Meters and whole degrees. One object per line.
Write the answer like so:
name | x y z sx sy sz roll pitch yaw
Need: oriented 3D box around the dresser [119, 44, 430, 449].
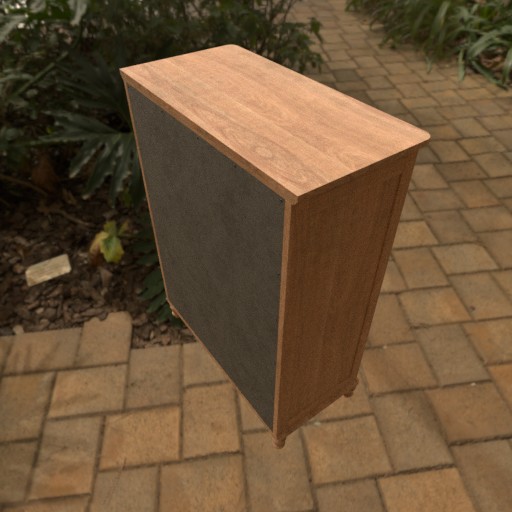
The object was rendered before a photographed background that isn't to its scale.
dresser | 0.000 0.000 1.813 0.484 1.318 0.973 -26 48 -26
